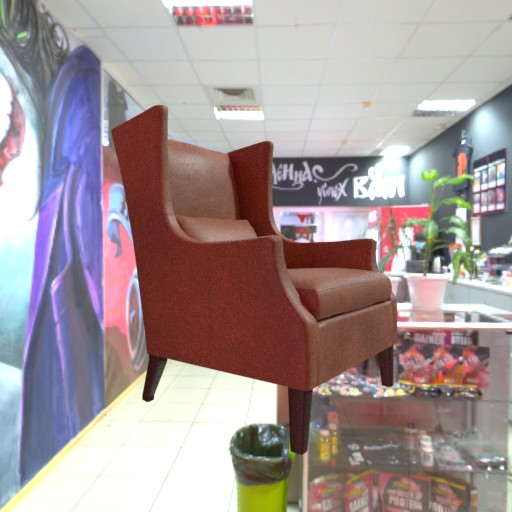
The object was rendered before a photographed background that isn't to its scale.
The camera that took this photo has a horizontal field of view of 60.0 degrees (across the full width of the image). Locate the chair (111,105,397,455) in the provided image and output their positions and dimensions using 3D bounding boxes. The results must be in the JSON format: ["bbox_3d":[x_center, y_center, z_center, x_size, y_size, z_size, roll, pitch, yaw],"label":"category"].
[{"bbox_3d":[0.000,0.000,1.776,0.913,1.088,0.815,1,2,36],"label":"chair"}]
